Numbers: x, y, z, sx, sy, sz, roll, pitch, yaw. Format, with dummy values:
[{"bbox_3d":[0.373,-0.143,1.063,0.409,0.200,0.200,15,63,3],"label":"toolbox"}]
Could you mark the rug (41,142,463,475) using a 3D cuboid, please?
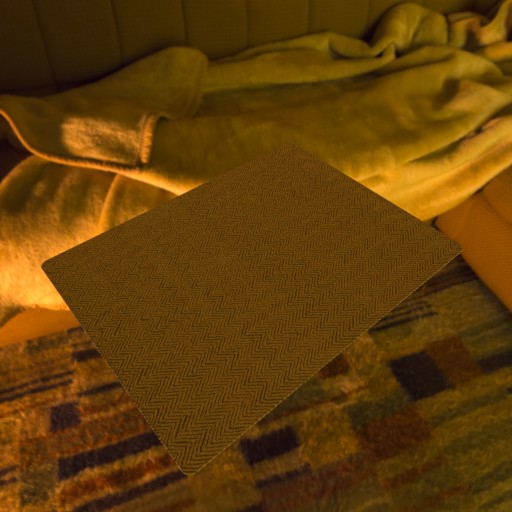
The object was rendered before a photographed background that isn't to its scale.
[{"bbox_3d":[0.000,0.000,4.178,3.207,0.014,2.439,-32,54,-26],"label":"rug"}]
